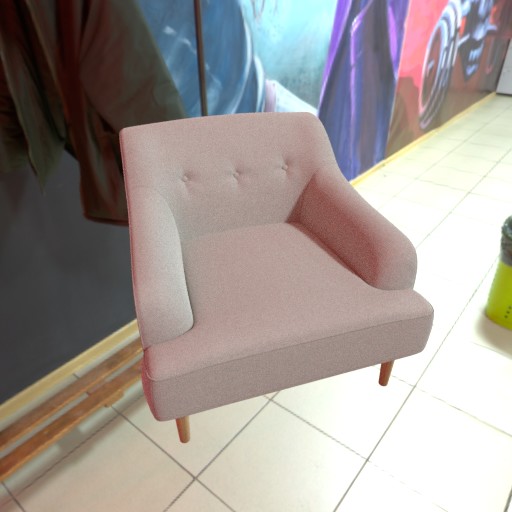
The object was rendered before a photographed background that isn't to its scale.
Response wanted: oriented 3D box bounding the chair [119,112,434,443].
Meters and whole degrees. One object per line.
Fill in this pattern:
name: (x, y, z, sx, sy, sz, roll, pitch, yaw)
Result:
chair: (0.000, 0.000, 1.653, 0.946, 0.818, 0.951, -10, 34, -15)
